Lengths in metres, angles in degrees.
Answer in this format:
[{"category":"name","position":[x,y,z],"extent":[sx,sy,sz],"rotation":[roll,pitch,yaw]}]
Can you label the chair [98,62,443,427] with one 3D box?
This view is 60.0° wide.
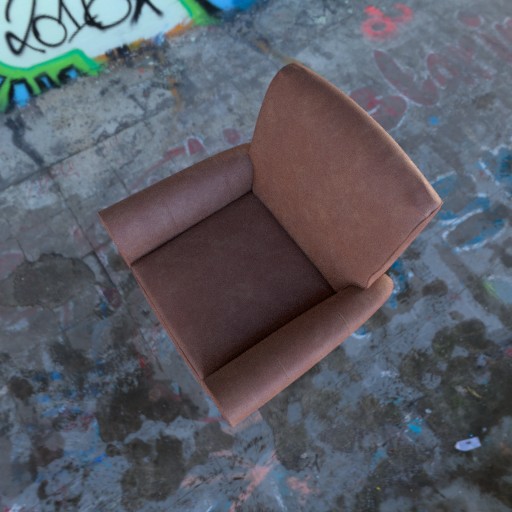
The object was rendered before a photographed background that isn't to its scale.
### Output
[{"category":"chair","position":[0.000,0.000,1.772],"extent":[0.902,1.061,0.978],"rotation":[-32,68,-14]}]
